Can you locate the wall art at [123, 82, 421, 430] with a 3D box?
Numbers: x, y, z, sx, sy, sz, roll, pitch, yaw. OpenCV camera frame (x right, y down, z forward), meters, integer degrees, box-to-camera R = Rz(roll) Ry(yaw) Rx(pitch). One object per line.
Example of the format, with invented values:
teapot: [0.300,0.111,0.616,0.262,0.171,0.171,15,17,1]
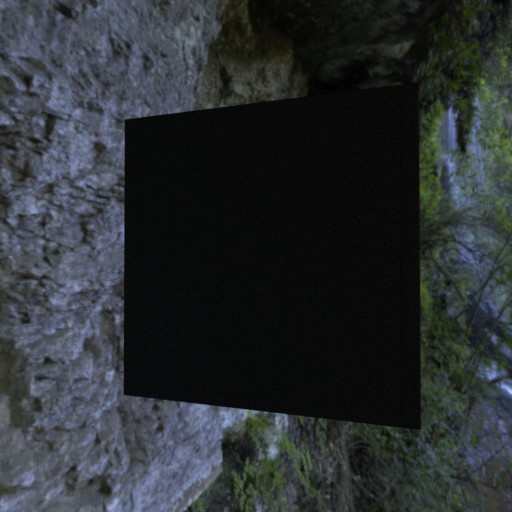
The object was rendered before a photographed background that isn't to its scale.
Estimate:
wall art: [0.000,0.000,0.809,0.562,0.558,0.012,0,-1,19]
